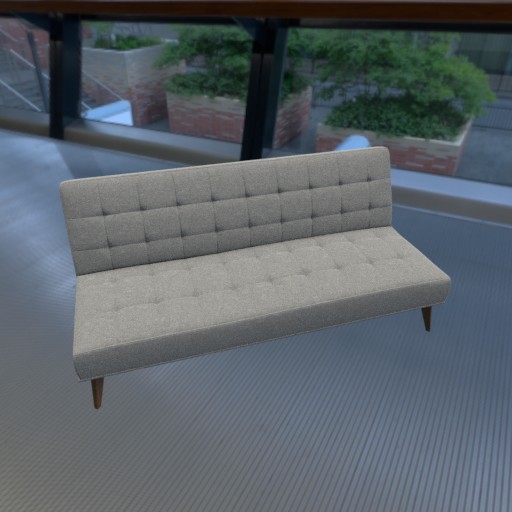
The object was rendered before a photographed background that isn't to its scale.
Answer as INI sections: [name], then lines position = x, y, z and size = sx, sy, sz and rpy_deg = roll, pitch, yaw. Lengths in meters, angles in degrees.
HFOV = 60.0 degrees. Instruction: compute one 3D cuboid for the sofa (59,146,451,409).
[sofa]
position = 0.000, 0.000, 2.294
size = 1.800, 0.810, 0.860
rpy_deg = -9, 33, -14
